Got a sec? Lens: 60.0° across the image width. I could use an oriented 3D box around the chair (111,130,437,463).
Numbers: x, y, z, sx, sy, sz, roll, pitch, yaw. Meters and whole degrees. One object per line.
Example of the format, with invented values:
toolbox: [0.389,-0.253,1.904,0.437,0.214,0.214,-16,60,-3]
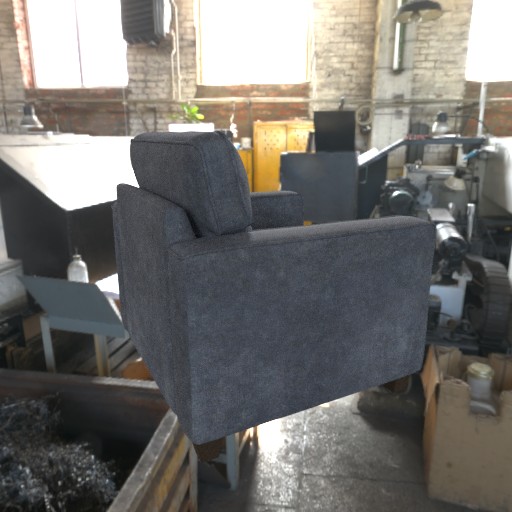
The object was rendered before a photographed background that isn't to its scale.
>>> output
chair: [0.000,0.000,1.782,0.939,0.965,1.015,-8,17,-27]
